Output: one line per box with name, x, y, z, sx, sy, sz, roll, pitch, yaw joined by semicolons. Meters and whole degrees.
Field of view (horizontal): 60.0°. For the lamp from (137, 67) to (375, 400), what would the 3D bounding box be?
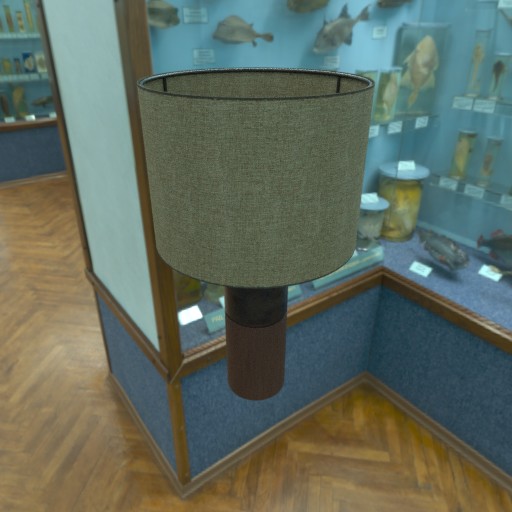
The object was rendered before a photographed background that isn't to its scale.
lamp;0.000;0.000;0.468;0.202;0.350;0.202;0;28;0
